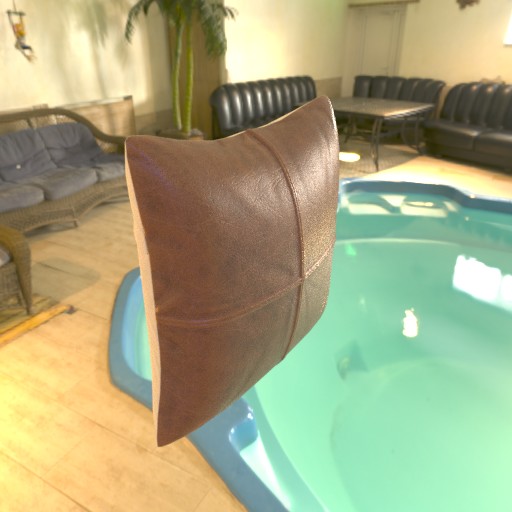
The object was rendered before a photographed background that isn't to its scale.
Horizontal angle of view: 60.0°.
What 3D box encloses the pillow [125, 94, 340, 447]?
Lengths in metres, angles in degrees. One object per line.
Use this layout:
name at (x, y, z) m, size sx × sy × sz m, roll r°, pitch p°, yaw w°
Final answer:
pillow at (0.000, 0.000, 0.738) m, size 0.192 × 0.470 × 0.484 m, roll 17°, pitch 31°, yaw 32°
